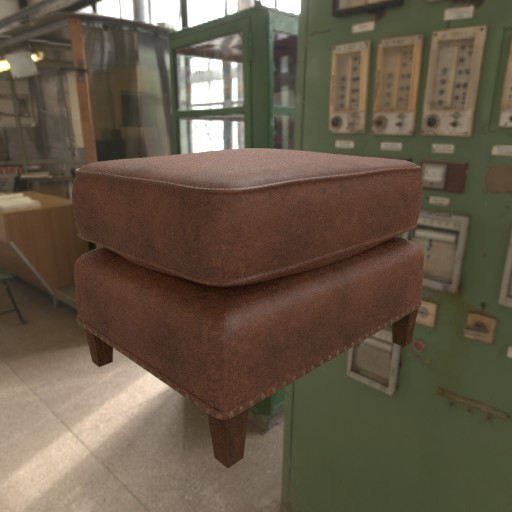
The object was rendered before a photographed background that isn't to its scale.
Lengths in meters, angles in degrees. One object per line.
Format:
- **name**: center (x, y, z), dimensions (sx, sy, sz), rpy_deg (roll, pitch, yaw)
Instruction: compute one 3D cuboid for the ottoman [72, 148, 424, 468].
- **ottoman**: center (0.000, 0.000, 1.136), dimensions (0.738, 0.537, 0.589), rpy_deg (-15, 22, -43)
